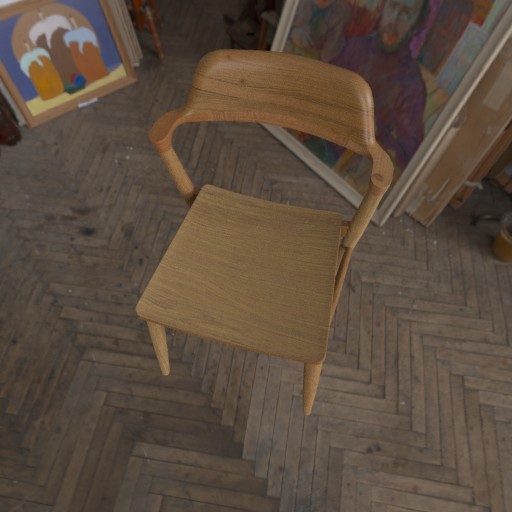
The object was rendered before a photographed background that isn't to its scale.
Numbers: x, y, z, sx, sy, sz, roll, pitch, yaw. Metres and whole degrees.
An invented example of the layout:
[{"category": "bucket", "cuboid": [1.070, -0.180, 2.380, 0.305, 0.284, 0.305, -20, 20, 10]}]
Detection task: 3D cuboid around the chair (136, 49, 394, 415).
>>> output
[{"category": "chair", "cuboid": [0.000, 0.000, 1.102, 0.512, 0.792, 0.499, 13, 59, 8]}]
